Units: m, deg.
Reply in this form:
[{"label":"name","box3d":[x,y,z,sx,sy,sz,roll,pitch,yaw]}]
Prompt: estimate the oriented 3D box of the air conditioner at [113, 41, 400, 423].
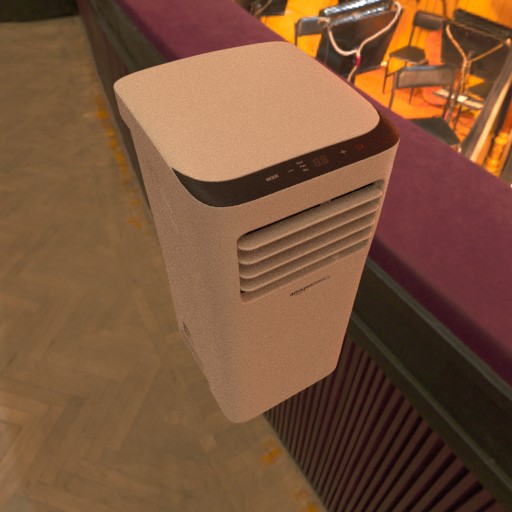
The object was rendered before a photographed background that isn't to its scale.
[{"label":"air conditioner","box3d":[0.000,0.000,0.928,0.352,0.716,0.369,-23,50,-21]}]
